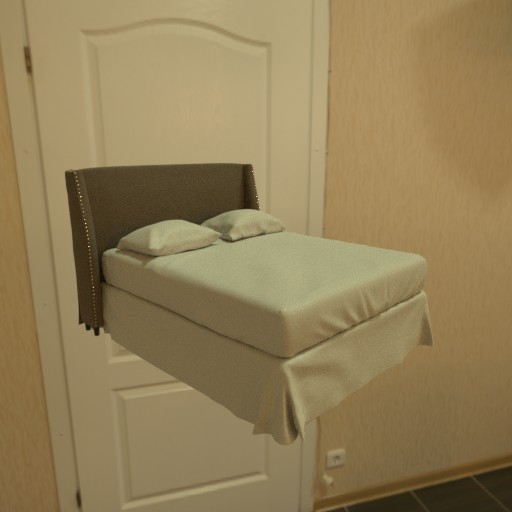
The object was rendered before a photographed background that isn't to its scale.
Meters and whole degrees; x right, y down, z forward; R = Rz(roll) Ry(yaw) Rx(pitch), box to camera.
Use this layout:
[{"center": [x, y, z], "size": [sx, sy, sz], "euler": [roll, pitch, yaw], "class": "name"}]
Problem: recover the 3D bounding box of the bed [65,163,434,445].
[{"center": [0.000, 0.000, 3.425], "size": [2.276, 1.332, 1.925], "euler": [13, 19, 43], "class": "bed"}]
